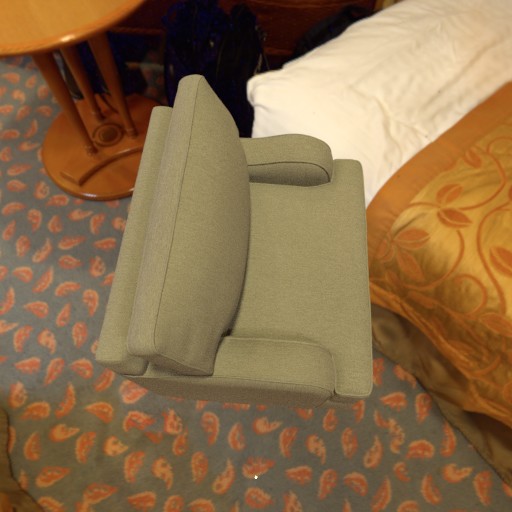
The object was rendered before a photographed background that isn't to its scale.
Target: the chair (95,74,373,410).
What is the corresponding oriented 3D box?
[{"bbox_3d":[0.000,0.000,2.033,1.041,1.016,1.220,4,64,2],"label":"chair"}]
